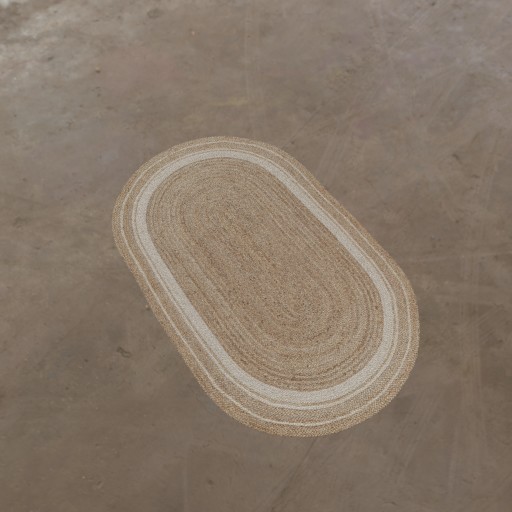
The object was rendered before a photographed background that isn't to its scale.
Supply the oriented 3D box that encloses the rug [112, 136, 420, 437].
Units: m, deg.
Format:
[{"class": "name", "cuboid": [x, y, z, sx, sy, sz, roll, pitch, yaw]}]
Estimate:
[{"class": "rug", "cuboid": [0.000, 0.000, 2.975, 1.520, 0.006, 2.432, -30, 62, -17]}]
